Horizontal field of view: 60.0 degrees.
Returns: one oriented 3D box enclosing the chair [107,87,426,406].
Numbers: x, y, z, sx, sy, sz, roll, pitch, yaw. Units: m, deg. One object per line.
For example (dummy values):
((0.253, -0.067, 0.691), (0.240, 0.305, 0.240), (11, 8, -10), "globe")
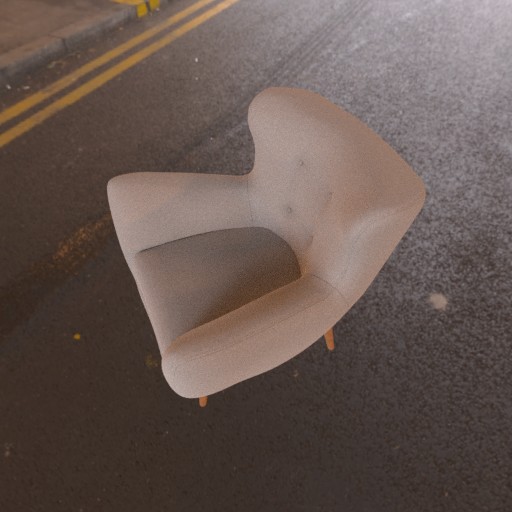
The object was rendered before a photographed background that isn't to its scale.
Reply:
((0.000, 0.000, 1.638), (0.889, 0.889, 0.890), (-18, 48, -17), "chair")
